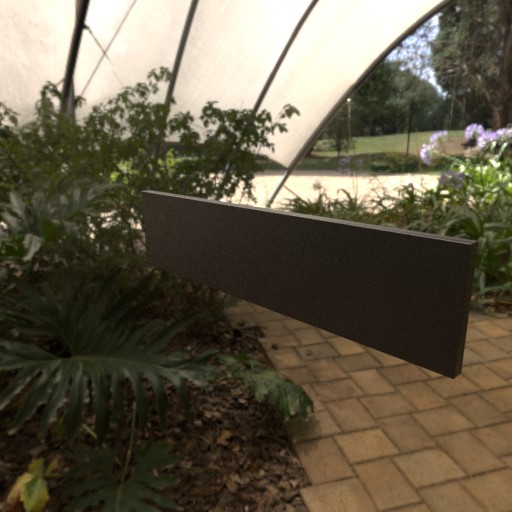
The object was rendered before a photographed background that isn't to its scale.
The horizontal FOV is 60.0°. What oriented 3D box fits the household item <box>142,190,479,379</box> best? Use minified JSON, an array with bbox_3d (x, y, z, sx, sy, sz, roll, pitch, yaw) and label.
[{"bbox_3d":[0.000,0.000,1.080,0.030,0.236,1.001,-14,20,-42],"label":"household item"}]
